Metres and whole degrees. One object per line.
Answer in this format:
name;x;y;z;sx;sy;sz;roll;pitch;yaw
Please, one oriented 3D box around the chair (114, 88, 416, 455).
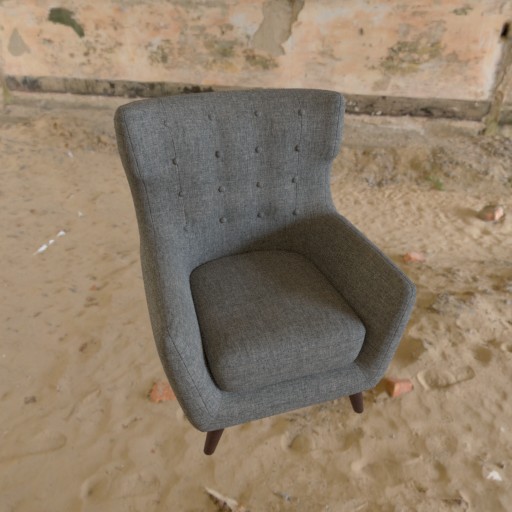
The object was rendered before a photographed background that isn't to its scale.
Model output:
chair;0.000;0.000;1.697;0.878;1.063;0.904;-9;33;-15
